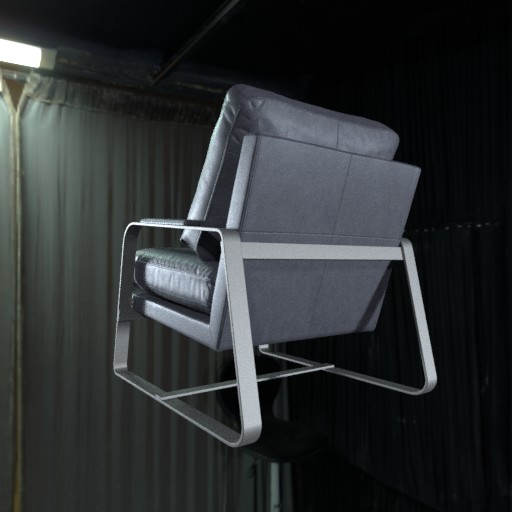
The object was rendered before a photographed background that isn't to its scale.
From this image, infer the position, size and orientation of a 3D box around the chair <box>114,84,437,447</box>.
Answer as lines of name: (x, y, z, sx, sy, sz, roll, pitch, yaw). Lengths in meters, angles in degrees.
chair: (0.000, 0.000, 1.476, 0.692, 0.839, 0.878, 1, -1, -36)
